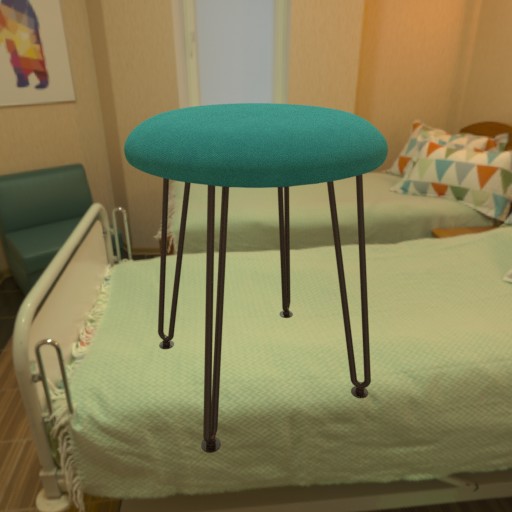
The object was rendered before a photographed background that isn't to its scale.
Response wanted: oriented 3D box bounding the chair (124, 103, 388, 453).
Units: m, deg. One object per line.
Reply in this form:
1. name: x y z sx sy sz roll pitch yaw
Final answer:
1. chair: 0.000 0.000 0.682 0.350 0.430 0.350 -17 30 -32
